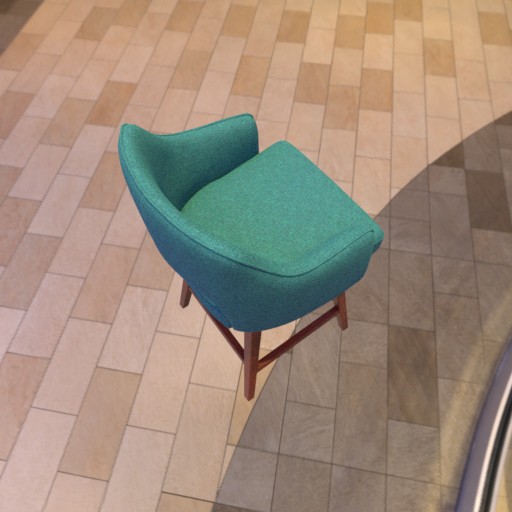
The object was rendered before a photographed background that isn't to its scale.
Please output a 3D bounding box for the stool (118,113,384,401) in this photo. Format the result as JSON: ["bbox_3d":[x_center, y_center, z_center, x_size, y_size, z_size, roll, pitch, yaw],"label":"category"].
[{"bbox_3d":[0.000,0.000,1.329,0.556,0.961,0.548,-32,64,-18],"label":"stool"}]
